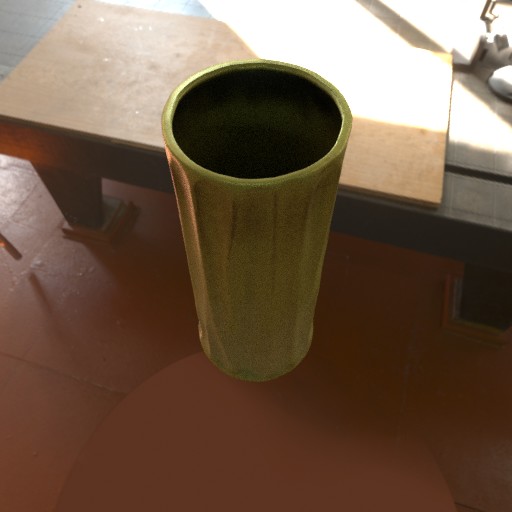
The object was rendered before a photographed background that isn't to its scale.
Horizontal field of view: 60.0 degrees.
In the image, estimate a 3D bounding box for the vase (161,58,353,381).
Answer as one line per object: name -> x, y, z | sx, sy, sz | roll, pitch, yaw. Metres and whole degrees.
vase -> 0.000, 0.000, 0.180 | 0.061, 0.143, 0.061 | 0, 57, 0
